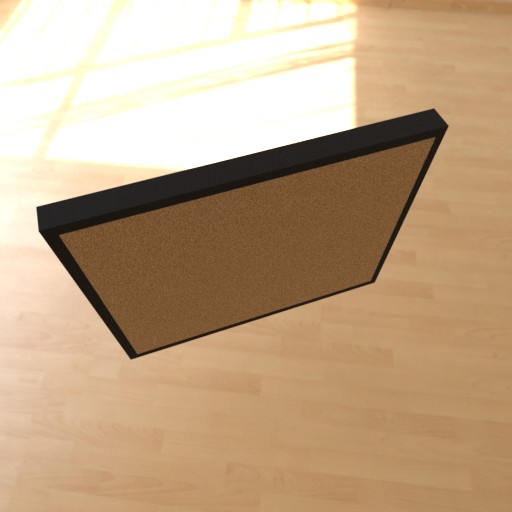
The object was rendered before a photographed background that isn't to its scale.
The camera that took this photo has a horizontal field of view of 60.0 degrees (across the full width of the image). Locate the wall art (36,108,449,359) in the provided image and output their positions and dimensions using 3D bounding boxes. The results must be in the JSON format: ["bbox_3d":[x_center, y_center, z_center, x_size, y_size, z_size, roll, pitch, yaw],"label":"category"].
[{"bbox_3d":[0.000,0.000,0.552,0.397,0.325,0.028,-16,59,-10],"label":"wall art"}]
